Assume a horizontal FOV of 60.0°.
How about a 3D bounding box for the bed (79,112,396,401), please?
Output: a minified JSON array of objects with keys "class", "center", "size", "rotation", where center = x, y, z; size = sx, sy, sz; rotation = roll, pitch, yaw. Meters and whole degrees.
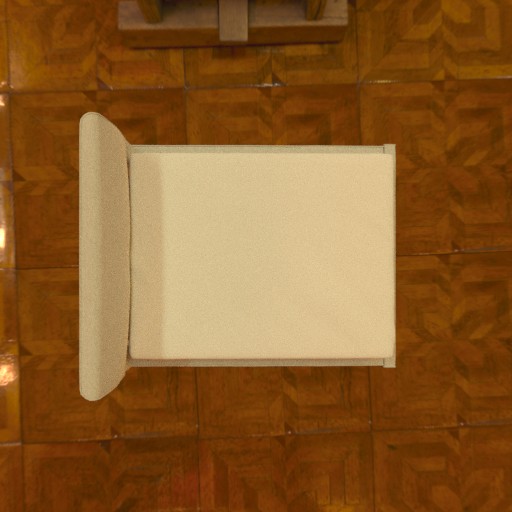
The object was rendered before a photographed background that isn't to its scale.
[{"class":"bed","center":[0.000,0.000,3.578],"size":[2.498,1.126,1.980],"rotation":[0,90,-1]}]
